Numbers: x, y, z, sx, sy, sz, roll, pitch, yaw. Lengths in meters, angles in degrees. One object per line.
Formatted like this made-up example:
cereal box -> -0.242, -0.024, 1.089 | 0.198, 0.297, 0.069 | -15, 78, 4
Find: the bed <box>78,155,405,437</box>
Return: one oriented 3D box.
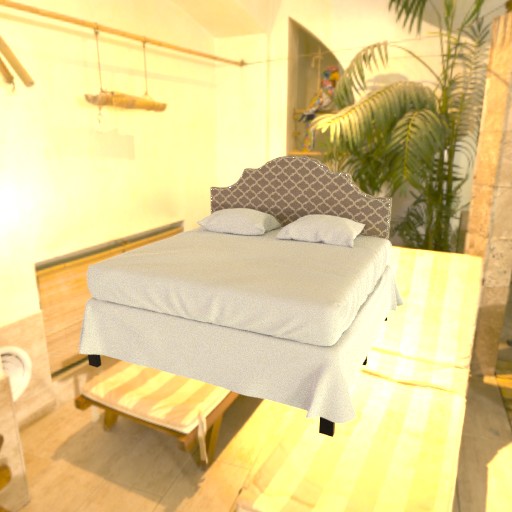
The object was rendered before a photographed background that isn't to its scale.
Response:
bed -> 0.000, 0.000, 3.837 | 2.314, 1.601, 2.222 | 7, 18, 25
